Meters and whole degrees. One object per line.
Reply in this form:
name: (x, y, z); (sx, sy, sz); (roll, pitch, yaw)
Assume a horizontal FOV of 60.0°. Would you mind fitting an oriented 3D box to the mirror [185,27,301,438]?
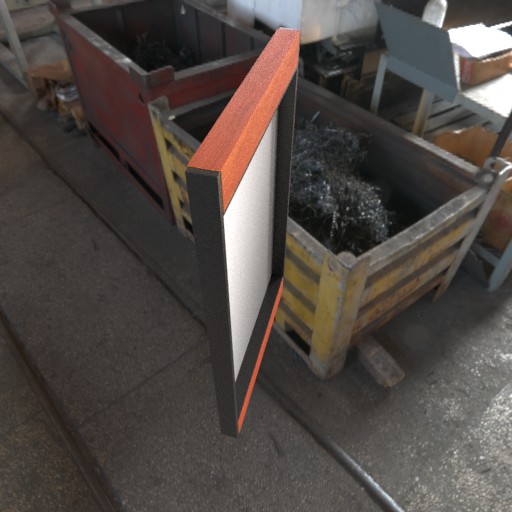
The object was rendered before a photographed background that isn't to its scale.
mirror: (0.000, 0.000, 1.030); (0.047, 0.823, 0.525); (11, 47, 11)
